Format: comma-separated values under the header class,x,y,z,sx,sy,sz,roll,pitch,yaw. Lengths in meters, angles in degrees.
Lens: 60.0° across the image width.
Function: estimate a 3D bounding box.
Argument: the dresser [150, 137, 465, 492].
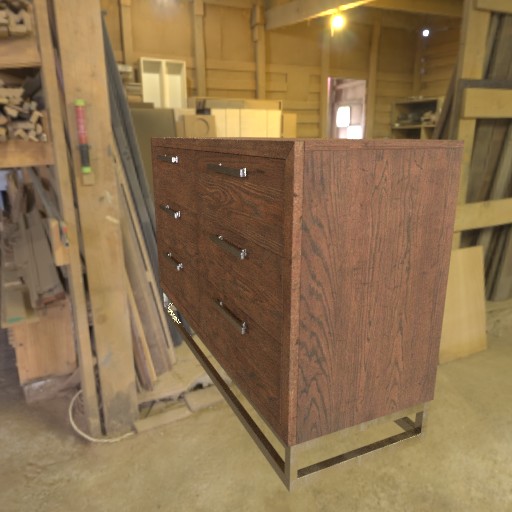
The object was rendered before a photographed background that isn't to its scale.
class,x,y,z,sx,sy,sz,roll,pitch,yaw
dresser,0.000,0.000,2.065,0.623,1.061,1.646,-7,17,-24
